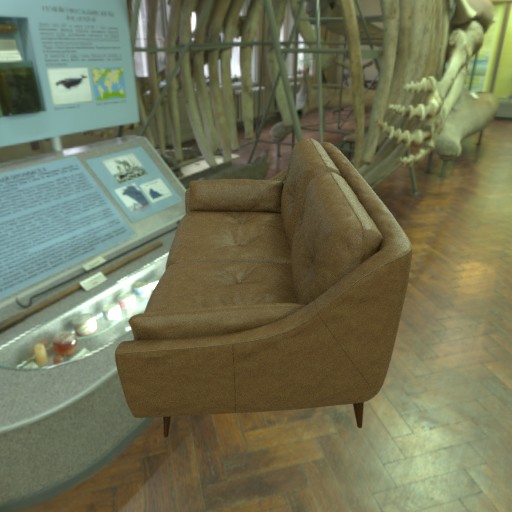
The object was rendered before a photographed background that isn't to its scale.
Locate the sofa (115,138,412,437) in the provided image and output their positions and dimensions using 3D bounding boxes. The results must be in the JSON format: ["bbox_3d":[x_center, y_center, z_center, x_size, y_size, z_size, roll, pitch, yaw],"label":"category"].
[{"bbox_3d":[0.000,0.000,2.204,0.981,0.886,1.731,0,26,0],"label":"sofa"}]
